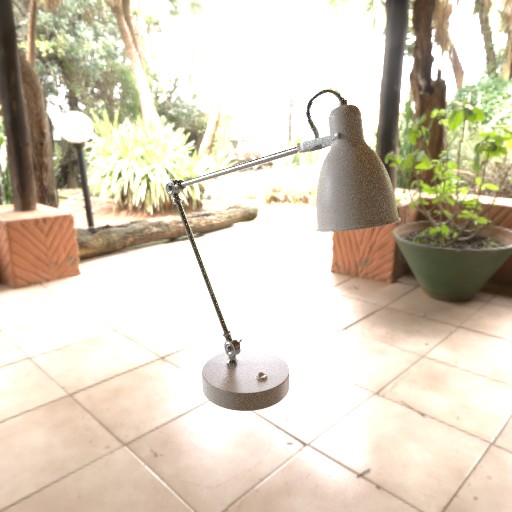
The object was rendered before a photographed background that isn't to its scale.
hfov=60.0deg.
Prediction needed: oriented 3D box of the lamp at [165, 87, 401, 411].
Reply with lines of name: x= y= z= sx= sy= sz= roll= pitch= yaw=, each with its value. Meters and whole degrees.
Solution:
lamp: x=0.000 y=0.000 z=0.855 sx=0.561 sy=0.587 sz=0.187 roll=14 pitch=20 yaw=42
